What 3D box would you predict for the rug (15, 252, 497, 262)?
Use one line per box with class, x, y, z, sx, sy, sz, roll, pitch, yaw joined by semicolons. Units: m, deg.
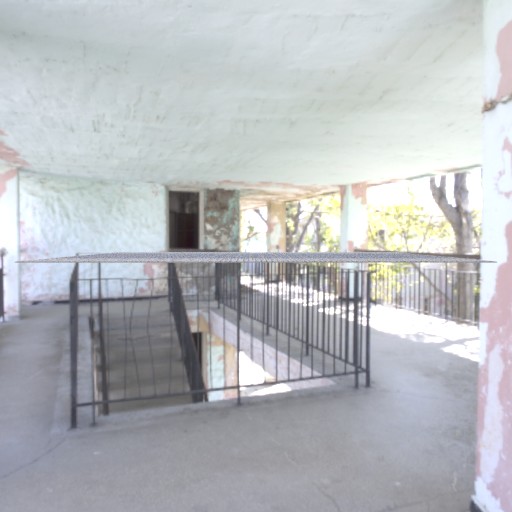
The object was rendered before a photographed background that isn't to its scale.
rug;0.000;0.000;2.286;1.828;0.005;1.219;0;2;0
